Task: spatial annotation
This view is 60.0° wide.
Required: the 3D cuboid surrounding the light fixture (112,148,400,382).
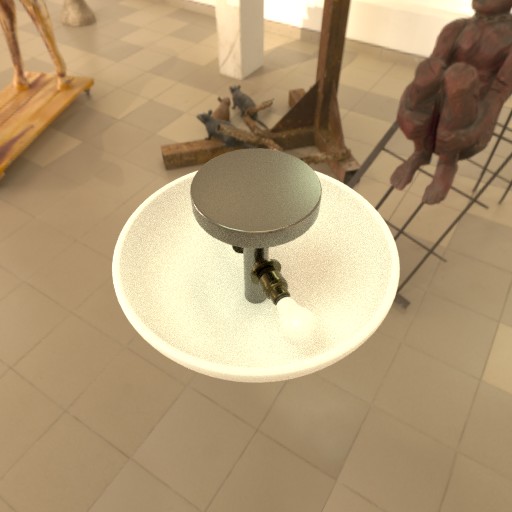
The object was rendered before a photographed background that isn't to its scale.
[{"bbox_3d":[0.000,0.000,0.532,0.330,0.214,0.330,0,48,0],"label":"light fixture"}]
